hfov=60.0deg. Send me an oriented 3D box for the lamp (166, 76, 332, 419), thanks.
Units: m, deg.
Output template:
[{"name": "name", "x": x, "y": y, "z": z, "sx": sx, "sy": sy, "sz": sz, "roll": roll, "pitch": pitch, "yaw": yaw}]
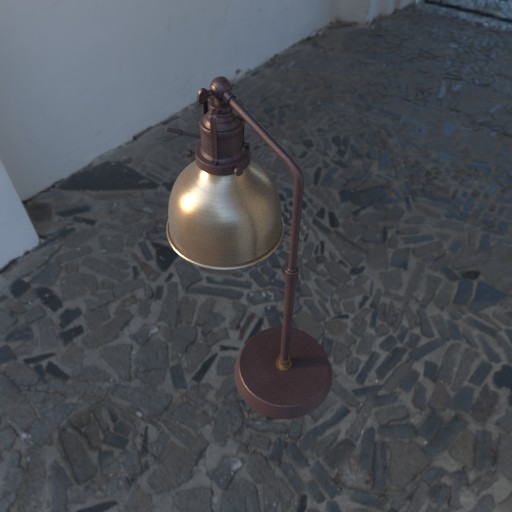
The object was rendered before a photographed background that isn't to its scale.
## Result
[{"name": "lamp", "x": 0.000, "y": 0.000, "z": 0.616, "sx": 0.175, "sy": 0.469, "sz": 0.298, "roll": -31, "pitch": 54, "yaw": -27}]
